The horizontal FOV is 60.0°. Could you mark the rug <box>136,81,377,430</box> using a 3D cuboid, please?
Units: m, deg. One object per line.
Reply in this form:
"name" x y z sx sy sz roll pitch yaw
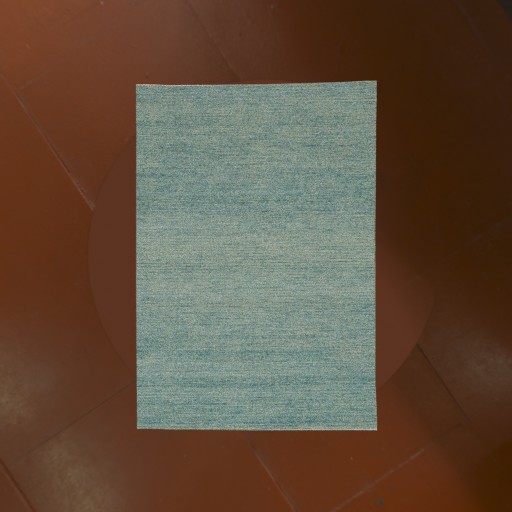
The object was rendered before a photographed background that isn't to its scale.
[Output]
"rug" 0.000 0.000 2.928 1.593 0.029 2.305 0 90 1
